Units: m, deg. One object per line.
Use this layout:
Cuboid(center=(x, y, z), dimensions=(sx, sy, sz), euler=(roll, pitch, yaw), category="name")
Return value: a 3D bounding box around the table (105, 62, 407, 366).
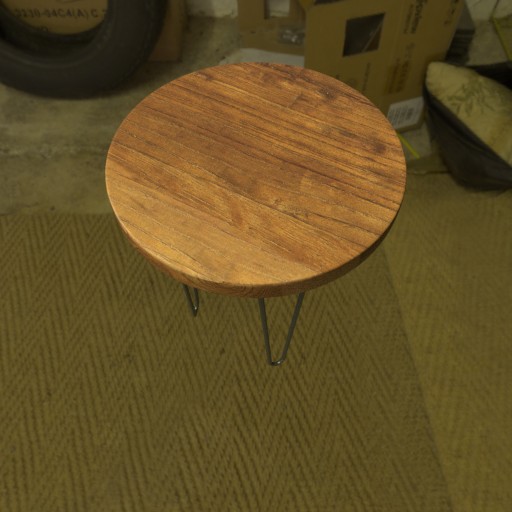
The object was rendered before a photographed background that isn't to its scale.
Cuboid(center=(0.000, 0.000, 0.813), dimensions=(0.400, 0.520, 0.400), euler=(0, 58, 0), category="table")
